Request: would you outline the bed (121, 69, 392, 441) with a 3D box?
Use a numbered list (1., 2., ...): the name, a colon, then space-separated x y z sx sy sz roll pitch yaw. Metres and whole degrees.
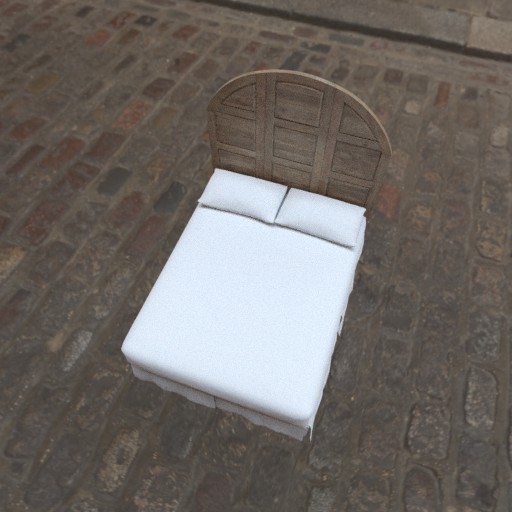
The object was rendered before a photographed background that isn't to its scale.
1. bed: 0.000 0.000 3.595 1.713 2.002 2.112 17 59 10
